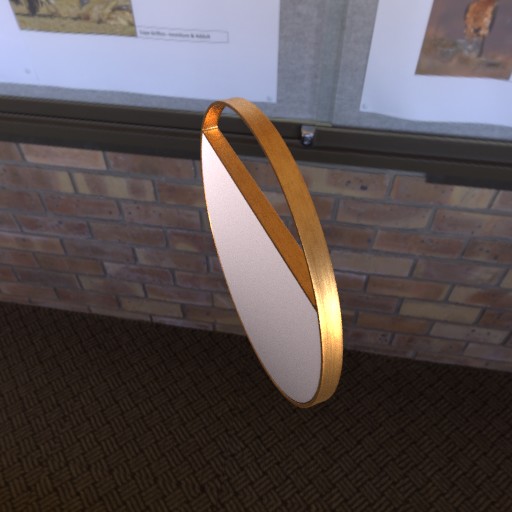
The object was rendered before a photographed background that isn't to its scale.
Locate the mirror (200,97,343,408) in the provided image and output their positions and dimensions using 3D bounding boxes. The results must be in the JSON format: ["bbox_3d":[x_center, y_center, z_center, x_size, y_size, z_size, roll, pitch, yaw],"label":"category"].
[{"bbox_3d":[0.000,0.000,0.833,0.032,0.565,0.565,-17,48,-16],"label":"mirror"}]
